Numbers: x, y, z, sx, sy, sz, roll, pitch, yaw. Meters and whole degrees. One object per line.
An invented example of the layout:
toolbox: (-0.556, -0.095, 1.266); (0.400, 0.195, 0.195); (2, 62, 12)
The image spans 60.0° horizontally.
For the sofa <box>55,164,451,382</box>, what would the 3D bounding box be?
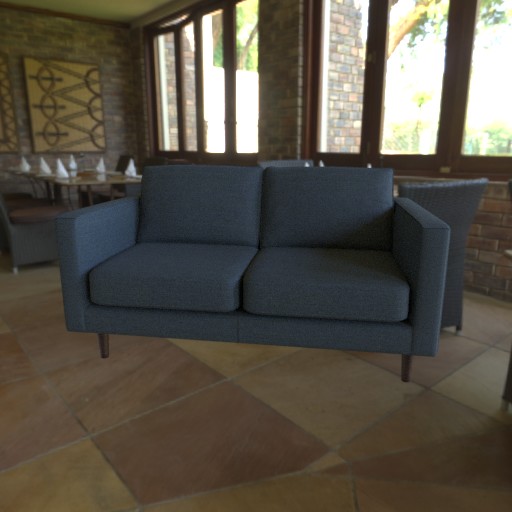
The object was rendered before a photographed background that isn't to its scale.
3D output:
sofa: (0.000, 0.000, 2.312); (1.659, 0.907, 0.999); (2, 14, 9)
